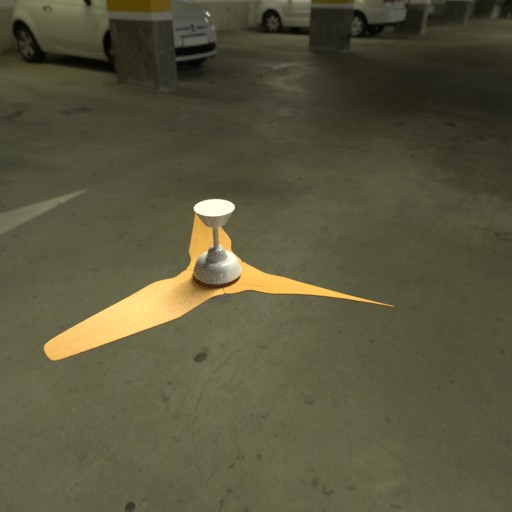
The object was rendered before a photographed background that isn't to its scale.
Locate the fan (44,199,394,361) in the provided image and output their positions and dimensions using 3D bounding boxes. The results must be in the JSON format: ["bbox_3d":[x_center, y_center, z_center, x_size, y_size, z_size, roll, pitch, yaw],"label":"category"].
[{"bbox_3d":[0.000,0.000,1.622,1.010,0.355,1.142,9,32,14],"label":"fan"}]
